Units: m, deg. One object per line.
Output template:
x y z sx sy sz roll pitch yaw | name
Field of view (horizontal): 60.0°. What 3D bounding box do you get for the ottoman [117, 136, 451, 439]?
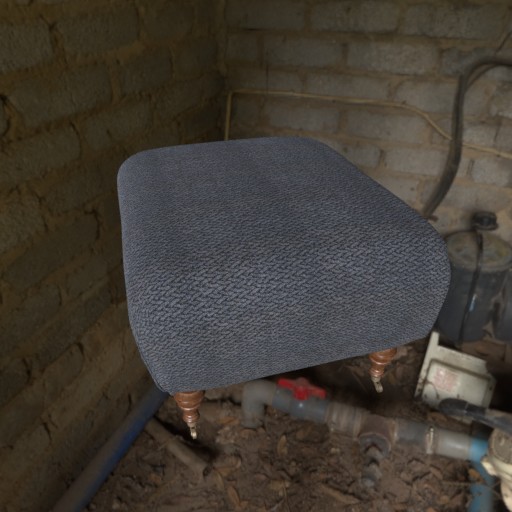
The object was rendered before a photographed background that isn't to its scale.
0.000 0.000 1.117 0.622 0.450 0.747 -9 33 -14 | ottoman
